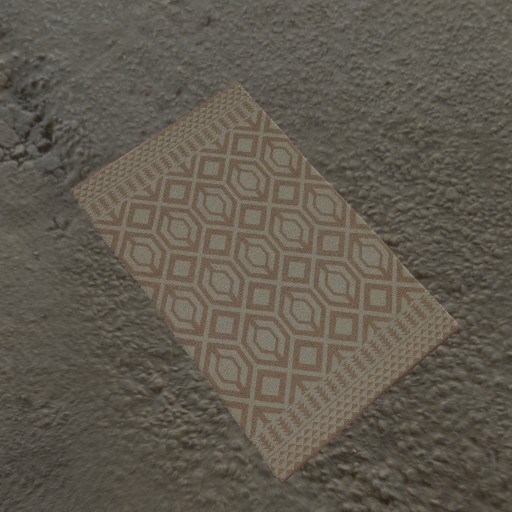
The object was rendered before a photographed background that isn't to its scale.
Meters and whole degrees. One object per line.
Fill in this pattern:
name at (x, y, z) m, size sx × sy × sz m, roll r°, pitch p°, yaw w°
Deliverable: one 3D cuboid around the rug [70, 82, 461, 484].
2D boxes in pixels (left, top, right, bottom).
rug at (0.000, 0.000, 3.055) m, size 1.526 × 0.011 × 2.435 m, roll -37°, pitch 76°, yaw -10°
